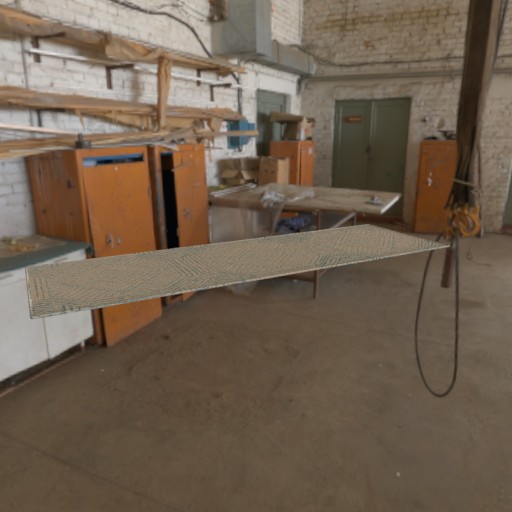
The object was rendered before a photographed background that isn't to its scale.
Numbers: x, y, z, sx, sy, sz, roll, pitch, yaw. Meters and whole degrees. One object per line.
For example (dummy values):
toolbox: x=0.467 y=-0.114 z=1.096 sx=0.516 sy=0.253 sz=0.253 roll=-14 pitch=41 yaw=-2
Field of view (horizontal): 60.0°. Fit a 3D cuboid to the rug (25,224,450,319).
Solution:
rug: x=0.000 y=0.000 z=2.651 sx=2.452 sy=0.012 sz=0.775 roll=-8 pitch=18 yaw=-27
